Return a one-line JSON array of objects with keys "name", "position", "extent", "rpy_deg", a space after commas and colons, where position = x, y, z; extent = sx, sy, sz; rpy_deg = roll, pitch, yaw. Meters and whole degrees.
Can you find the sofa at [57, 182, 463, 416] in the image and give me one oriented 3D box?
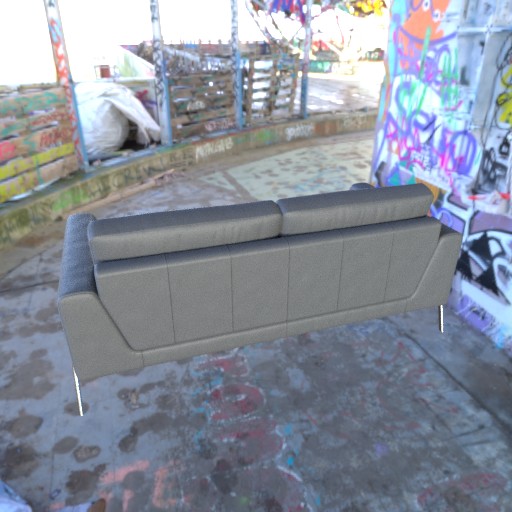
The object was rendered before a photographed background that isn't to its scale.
[{"name": "sofa", "position": [0.000, 0.000, 2.515], "extent": [2.017, 0.875, 0.953], "rpy_deg": [-9, 28, -17]}]
